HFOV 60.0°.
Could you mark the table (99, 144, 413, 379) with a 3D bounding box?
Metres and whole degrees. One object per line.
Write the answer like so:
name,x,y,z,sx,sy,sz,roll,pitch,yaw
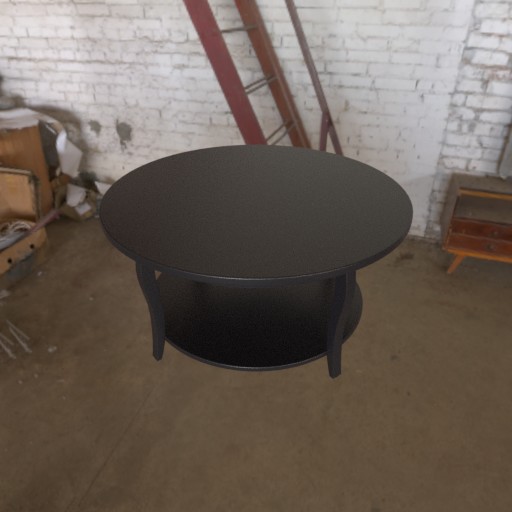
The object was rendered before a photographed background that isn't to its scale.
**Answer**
table,0.000,0.000,1.465,0.914,0.457,0.914,0,32,0
